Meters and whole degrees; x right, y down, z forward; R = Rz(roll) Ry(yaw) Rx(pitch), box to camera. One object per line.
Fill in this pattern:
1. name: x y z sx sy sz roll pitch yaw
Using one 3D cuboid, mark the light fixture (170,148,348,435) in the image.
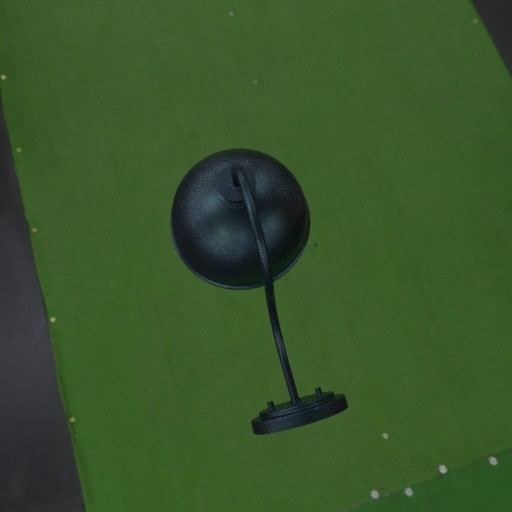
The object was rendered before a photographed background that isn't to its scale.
1. light fixture: 0.000 0.000 0.638 0.253 0.295 0.467 -15 76 -4
